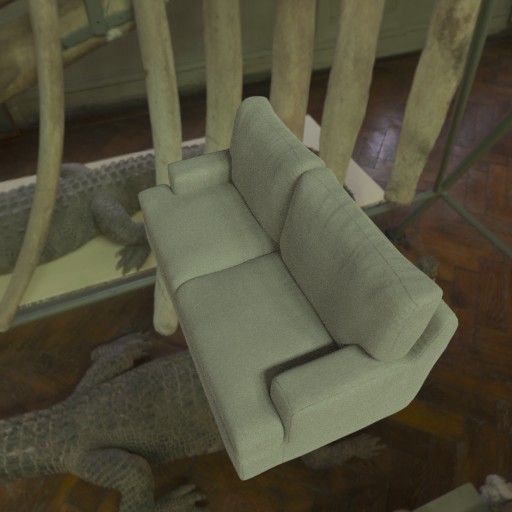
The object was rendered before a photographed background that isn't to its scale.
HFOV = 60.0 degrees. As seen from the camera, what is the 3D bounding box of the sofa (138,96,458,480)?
[{"bbox_3d":[0.000,0.000,2.404,0.962,0.980,1.855,-17,49,-16],"label":"sofa"}]
